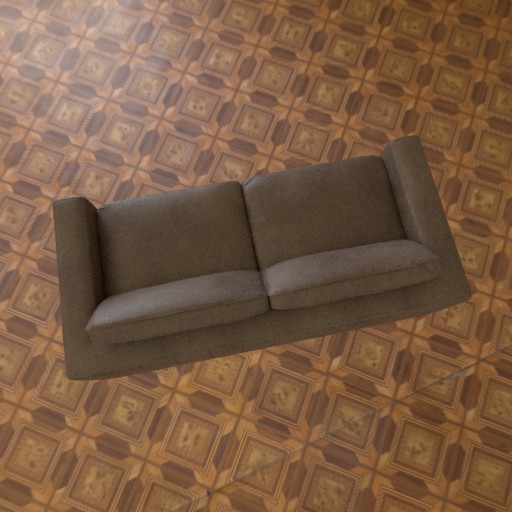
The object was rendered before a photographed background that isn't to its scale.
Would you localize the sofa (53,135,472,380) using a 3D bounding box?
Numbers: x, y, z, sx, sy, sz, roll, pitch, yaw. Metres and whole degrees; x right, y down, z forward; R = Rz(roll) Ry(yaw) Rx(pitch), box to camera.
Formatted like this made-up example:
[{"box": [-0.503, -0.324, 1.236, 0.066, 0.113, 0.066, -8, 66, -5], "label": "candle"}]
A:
[{"box": [0.000, 0.000, 2.688, 2.262, 0.801, 1.070, -11, 75, -3], "label": "sofa"}]
